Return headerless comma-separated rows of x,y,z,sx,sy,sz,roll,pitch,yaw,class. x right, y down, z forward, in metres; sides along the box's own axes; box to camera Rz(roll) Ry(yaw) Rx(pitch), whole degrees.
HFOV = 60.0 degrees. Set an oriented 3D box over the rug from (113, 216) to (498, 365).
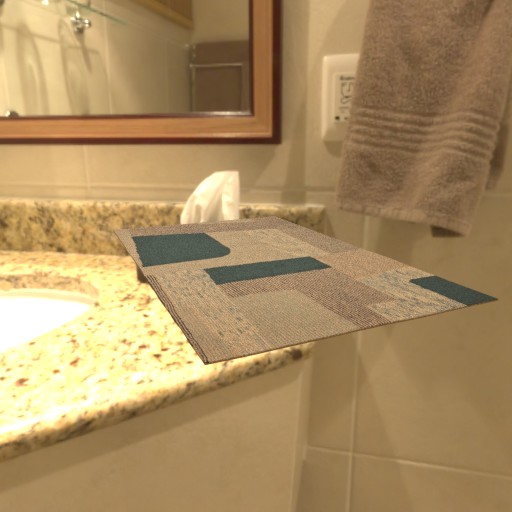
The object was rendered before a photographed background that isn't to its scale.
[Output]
0.000,0.000,2.943,1.521,0.015,2.436,-7,17,-24,rug
